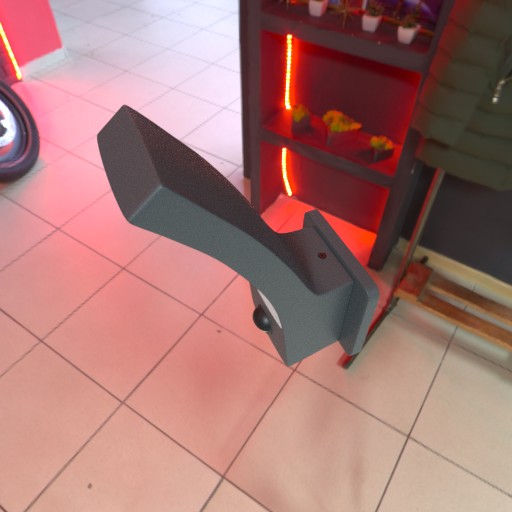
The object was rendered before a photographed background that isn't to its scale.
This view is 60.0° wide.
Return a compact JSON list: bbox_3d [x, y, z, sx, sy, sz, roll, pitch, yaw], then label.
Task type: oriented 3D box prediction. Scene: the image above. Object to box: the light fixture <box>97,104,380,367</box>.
[{"bbox_3d":[0.000,0.000,0.336,0.174,0.243,0.108,-18,51,-15],"label":"light fixture"}]
